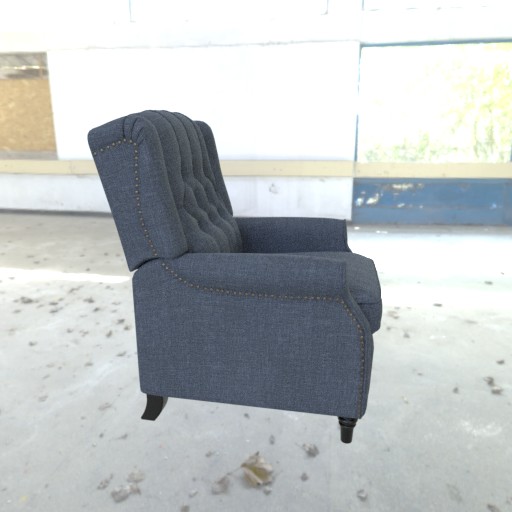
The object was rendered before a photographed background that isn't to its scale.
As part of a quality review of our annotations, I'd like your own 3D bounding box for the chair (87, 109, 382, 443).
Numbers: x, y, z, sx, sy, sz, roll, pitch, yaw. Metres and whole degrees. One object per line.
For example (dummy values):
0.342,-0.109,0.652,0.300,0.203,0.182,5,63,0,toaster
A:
0.000,0.000,1.642,0.898,1.035,0.742,3,16,10,chair
